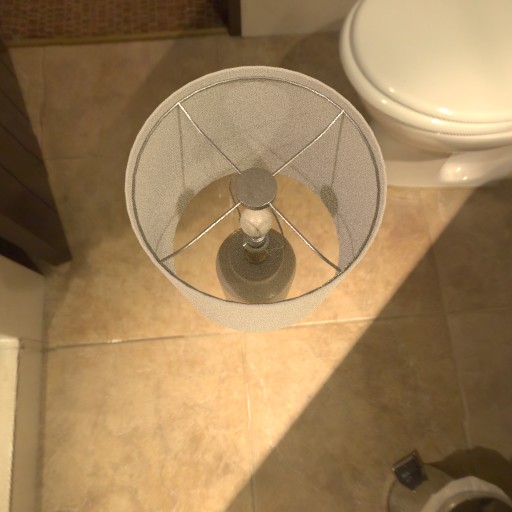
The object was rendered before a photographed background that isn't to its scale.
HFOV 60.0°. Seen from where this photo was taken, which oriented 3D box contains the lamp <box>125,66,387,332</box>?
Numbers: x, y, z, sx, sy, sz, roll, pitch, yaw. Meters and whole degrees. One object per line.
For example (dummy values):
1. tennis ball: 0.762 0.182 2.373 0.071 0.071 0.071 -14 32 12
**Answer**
1. lamp: 0.000 0.000 0.596 0.212 0.493 0.212 -41 79 -10
